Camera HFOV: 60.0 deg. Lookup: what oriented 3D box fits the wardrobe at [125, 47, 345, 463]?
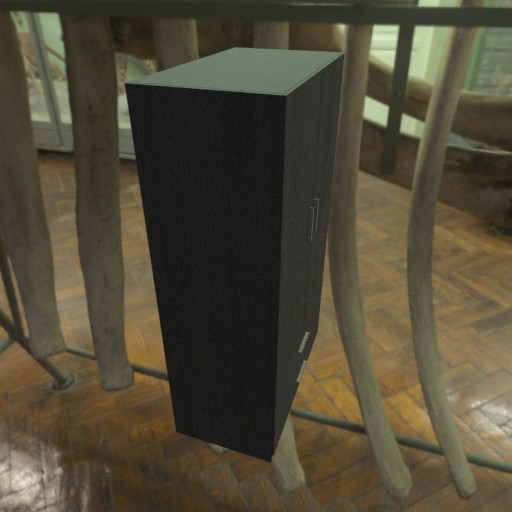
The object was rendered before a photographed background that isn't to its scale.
[{"bbox_3d":[0.000,0.000,2.261,0.577,1.808,0.991,11,33,17],"label":"wardrobe"}]
